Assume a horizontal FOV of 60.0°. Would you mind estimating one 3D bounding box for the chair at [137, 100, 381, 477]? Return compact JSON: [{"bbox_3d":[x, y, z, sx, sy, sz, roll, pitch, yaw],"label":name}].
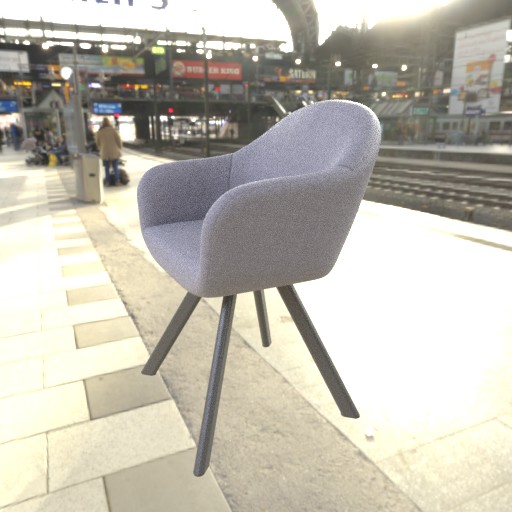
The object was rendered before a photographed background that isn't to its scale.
[{"bbox_3d":[0.000,0.000,1.175,0.550,0.795,0.590,-8,18,-26],"label":"chair"}]
